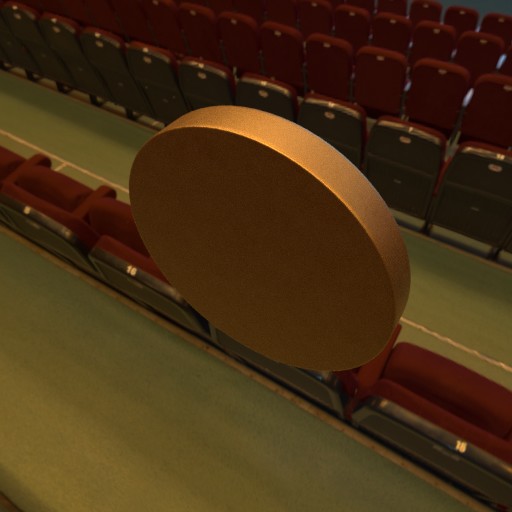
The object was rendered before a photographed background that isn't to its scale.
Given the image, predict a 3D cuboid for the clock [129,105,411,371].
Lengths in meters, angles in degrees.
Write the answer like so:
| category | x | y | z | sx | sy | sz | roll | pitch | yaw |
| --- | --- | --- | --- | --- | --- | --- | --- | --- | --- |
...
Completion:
| category | x | y | z | sx | sy | sz | roll | pitch | yaw |
| --- | --- | --- | --- | --- | --- | --- | --- | --- | --- |
| clock | 0.000 | 0.000 | 0.469 | 0.314 | 0.314 | 0.040 | 25 | 52 | 21 |
